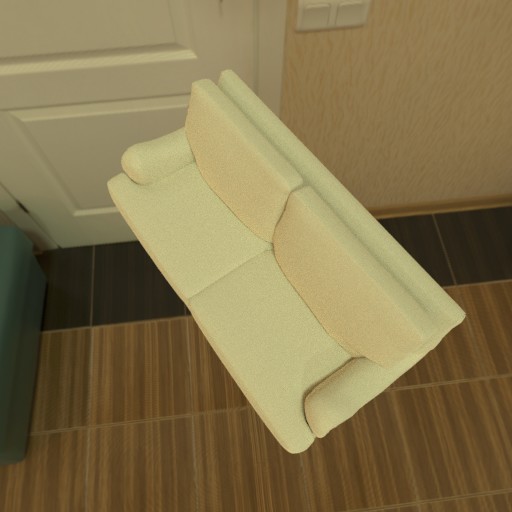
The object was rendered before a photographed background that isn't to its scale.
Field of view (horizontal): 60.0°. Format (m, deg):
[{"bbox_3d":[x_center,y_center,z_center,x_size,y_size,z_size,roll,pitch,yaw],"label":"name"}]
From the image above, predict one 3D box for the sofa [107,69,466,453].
[{"bbox_3d":[0.000,0.000,2.812,1.086,1.087,2.159,-33,69,-14],"label":"sofa"}]
